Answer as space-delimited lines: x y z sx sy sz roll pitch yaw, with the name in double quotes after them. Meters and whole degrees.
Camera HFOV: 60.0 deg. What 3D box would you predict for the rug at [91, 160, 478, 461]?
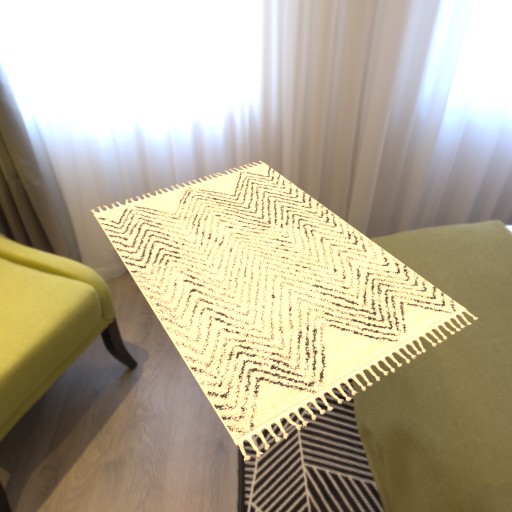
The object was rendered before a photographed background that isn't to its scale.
0.000 0.000 2.339 1.230 0.014 1.847 -22 44 -24 "rug"
